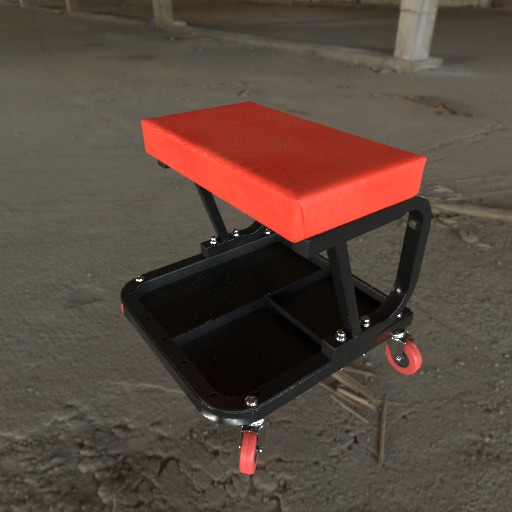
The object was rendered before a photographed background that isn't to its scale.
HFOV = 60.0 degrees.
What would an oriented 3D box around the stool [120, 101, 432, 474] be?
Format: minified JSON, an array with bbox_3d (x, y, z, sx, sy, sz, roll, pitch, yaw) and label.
[{"bbox_3d":[0.000,0.000,0.701,0.371,0.380,0.446,-22,38,-31],"label":"stool"}]
